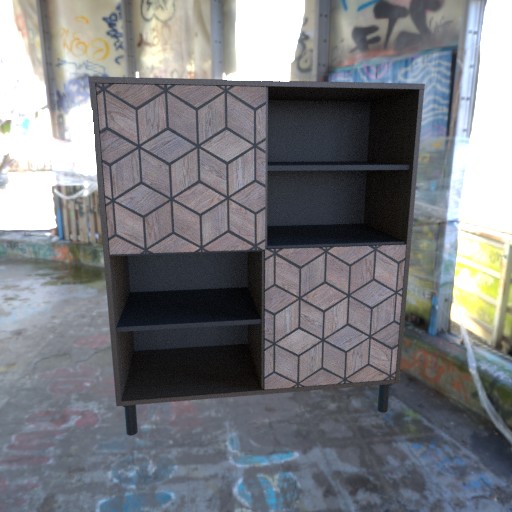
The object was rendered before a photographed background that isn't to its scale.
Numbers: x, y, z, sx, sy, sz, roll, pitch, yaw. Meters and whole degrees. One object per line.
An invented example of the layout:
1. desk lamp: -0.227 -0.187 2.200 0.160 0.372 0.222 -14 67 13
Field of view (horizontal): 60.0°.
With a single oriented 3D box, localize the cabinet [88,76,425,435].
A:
1. cabinet: 0.000 0.000 1.646 1.010 1.170 0.400 -2 14 -8
